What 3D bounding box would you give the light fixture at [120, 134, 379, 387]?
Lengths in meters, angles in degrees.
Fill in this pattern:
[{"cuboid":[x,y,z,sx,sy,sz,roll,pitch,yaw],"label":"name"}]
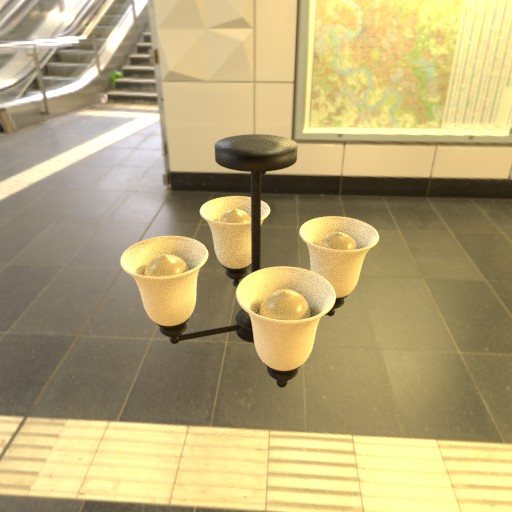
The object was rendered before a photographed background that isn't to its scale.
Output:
[{"cuboid":[0.000,0.000,1.832,1.069,0.925,1.069,-8,30,-14],"label":"light fixture"}]
